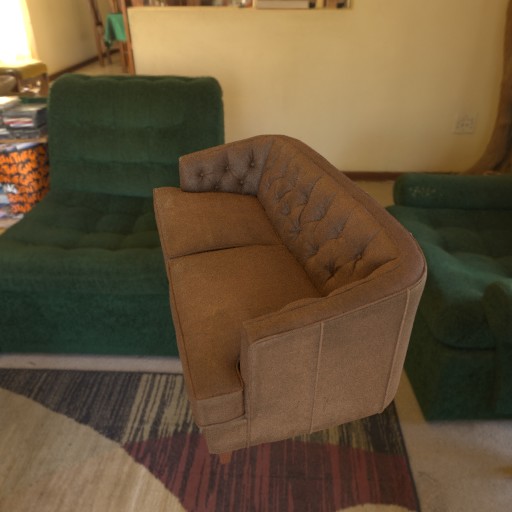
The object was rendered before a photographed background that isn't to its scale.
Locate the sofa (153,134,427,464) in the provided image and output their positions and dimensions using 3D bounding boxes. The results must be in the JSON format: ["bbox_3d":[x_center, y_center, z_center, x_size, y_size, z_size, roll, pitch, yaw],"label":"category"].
[{"bbox_3d":[0.000,0.000,2.233,0.917,0.799,1.767,-8,33,-13],"label":"sofa"}]
